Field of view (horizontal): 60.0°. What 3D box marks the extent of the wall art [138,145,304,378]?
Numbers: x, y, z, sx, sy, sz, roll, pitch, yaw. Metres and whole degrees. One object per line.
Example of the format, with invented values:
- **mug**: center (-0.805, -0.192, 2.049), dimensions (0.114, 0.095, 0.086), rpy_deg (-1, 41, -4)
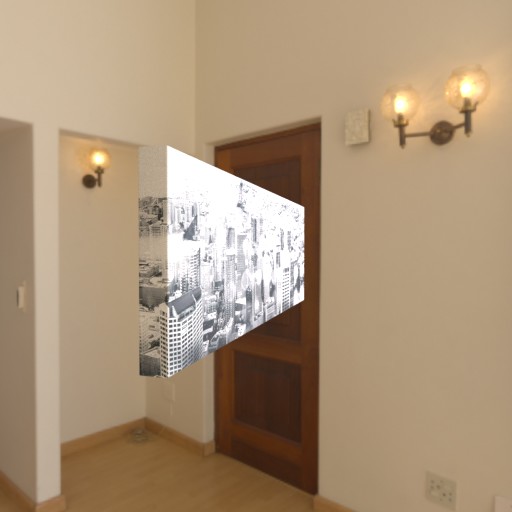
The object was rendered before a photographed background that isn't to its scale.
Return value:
- **wall art**: center (0.000, 0.000, 0.853), dimensions (0.038, 0.255, 0.763), rpy_deg (0, 1, 17)
